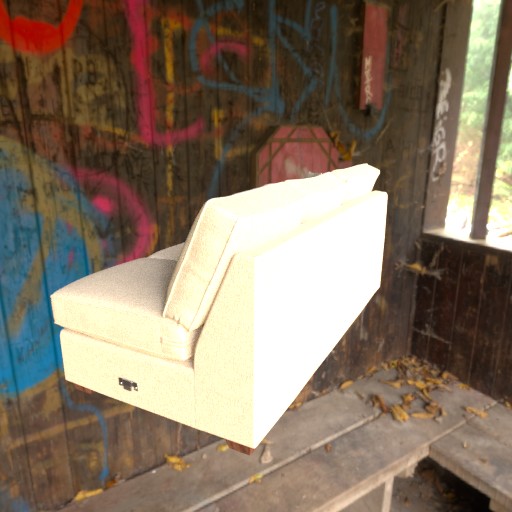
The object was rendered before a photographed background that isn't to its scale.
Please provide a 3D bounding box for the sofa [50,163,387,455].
[{"bbox_3d":[0.000,0.000,2.504,1.034,0.946,1.962,8,18,27],"label":"sofa"}]
